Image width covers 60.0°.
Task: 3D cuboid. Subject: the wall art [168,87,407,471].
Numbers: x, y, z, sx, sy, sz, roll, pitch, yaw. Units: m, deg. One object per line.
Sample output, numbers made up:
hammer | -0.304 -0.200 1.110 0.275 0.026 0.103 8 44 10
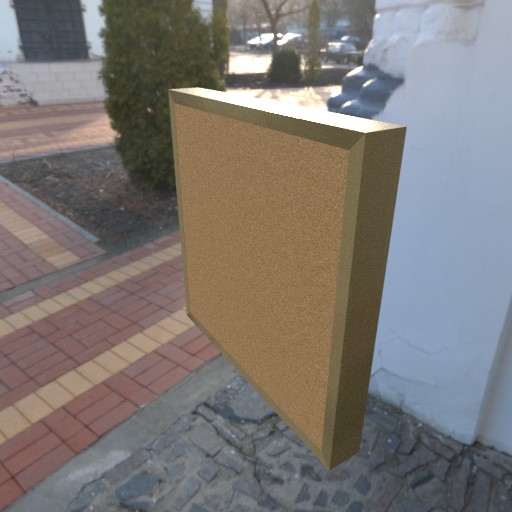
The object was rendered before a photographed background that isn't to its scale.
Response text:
wall art | 0.000 0.000 0.464 0.038 0.305 0.304 -16 30 -29
